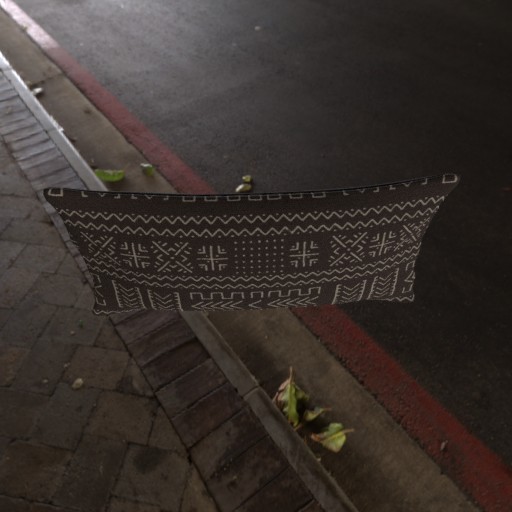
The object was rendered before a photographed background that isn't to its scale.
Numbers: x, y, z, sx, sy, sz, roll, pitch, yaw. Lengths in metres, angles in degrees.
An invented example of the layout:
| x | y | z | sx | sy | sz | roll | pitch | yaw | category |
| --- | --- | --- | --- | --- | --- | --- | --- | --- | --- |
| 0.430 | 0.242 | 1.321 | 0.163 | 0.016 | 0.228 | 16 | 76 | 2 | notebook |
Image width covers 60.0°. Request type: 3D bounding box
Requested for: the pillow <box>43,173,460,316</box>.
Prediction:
| x | y | z | sx | sy | sz | roll | pitch | yaw | category |
| --- | --- | --- | --- | --- | --- | --- | --- | --- | --- |
| 0.000 | 0.000 | 0.801 | 0.667 | 0.322 | 0.135 | -2 | 46 | -2 | pillow |
